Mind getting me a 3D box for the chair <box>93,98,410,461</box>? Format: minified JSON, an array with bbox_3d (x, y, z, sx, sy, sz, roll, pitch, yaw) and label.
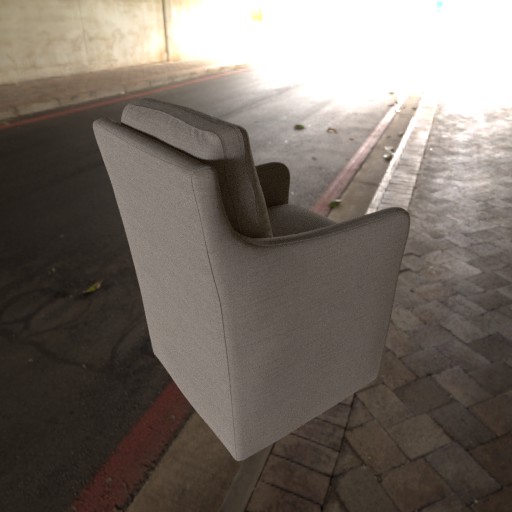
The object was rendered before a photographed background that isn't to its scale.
[{"bbox_3d":[0.000,0.000,1.364,0.694,0.914,0.626,-19,33,-31],"label":"chair"}]
